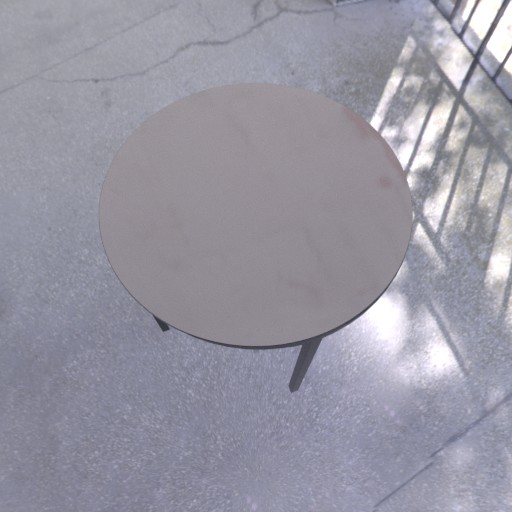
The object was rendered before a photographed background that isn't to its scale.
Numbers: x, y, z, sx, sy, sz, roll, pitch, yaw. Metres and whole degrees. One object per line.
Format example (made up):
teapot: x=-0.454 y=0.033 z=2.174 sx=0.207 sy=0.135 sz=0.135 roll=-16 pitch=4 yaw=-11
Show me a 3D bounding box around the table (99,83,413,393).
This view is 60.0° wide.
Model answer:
table: x=0.000 y=0.000 z=0.909 sx=0.499 sy=0.443 sz=0.499 roll=0 pitch=63 yaw=0
